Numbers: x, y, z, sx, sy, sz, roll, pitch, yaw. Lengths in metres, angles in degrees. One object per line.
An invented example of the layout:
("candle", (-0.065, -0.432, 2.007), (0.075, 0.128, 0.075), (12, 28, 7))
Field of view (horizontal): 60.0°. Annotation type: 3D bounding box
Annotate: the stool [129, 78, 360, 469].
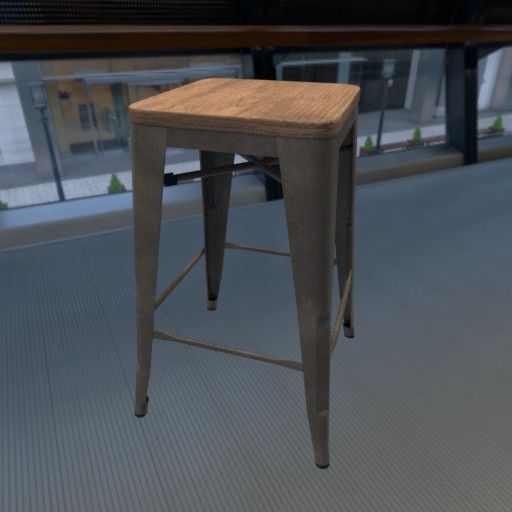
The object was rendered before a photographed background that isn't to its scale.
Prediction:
("stool", (0.000, 0.000, 0.877), (0.407, 0.607, 0.407), (9, 31, 15))
